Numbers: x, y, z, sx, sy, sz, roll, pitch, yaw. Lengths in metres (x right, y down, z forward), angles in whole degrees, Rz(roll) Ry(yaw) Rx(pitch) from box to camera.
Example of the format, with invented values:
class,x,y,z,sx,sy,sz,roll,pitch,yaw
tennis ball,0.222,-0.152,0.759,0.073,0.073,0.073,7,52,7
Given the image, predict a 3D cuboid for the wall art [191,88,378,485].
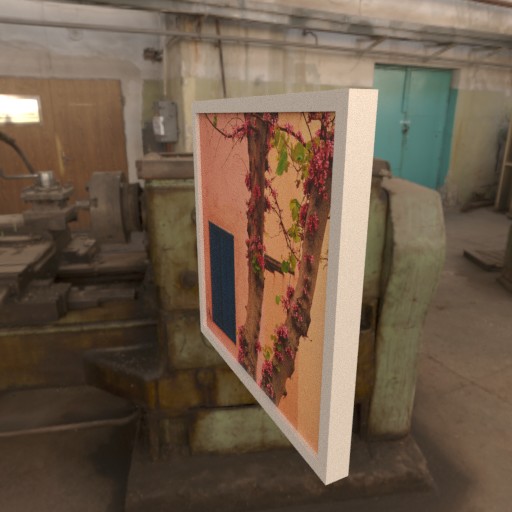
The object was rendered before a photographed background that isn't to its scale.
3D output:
class,x,y,z,sx,sy,sz,roll,pitch,yaw
wall art,0.000,0.000,0.754,0.038,0.508,0.507,-8,20,-25
